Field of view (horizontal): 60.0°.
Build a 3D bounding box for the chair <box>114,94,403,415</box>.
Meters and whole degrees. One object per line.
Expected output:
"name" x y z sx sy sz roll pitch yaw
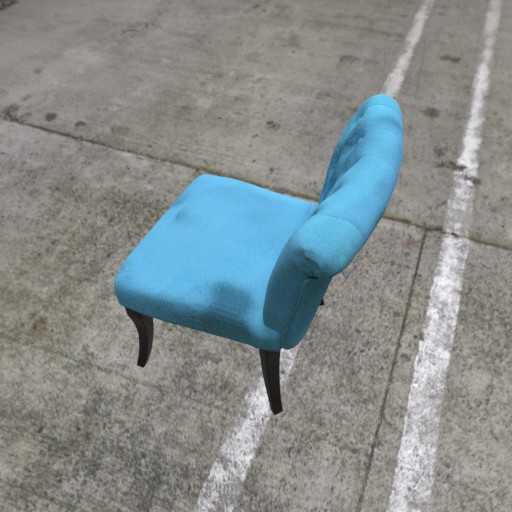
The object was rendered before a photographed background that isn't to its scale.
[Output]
"chair" 0.000 0.000 1.197 0.605 0.750 0.582 16 48 15
